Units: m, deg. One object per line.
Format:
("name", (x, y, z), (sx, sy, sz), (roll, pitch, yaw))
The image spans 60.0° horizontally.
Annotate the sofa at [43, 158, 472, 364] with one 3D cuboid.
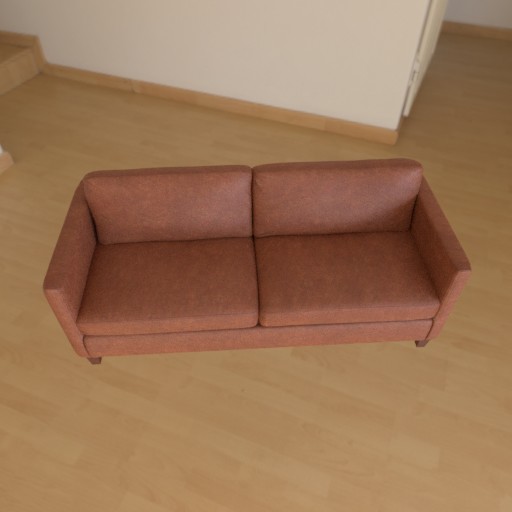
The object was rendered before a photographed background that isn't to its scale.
("sofa", (0.000, 0.000, 2.744), (2.204, 0.932, 0.950), (-2, 46, -2))
